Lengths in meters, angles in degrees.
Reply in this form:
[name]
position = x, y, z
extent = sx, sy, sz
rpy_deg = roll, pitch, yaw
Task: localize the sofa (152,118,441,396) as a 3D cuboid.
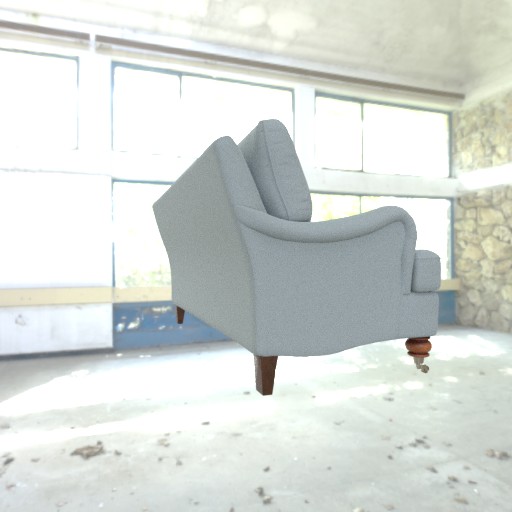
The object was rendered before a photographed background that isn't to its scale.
[sofa]
position = 0.000, 0.000, 2.805
extent = 1.069, 1.096, 2.193
rpy_deg = 0, 0, -19
